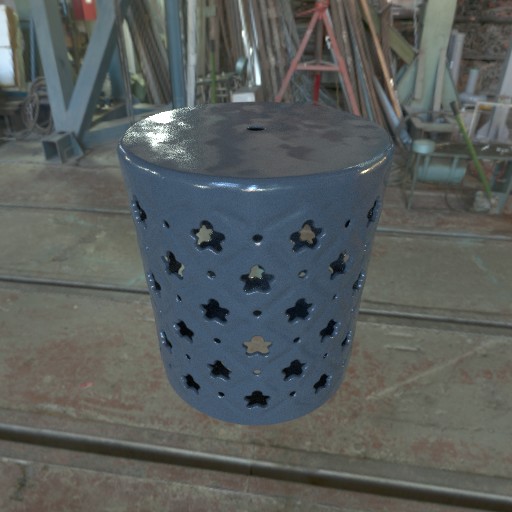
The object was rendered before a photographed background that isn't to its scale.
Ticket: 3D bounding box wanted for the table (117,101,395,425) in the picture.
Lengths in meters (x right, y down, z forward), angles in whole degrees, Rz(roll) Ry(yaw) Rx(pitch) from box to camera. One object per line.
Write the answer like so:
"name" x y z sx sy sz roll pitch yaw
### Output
"table" 0.000 0.000 0.673 0.352 0.387 0.352 0 31 0
